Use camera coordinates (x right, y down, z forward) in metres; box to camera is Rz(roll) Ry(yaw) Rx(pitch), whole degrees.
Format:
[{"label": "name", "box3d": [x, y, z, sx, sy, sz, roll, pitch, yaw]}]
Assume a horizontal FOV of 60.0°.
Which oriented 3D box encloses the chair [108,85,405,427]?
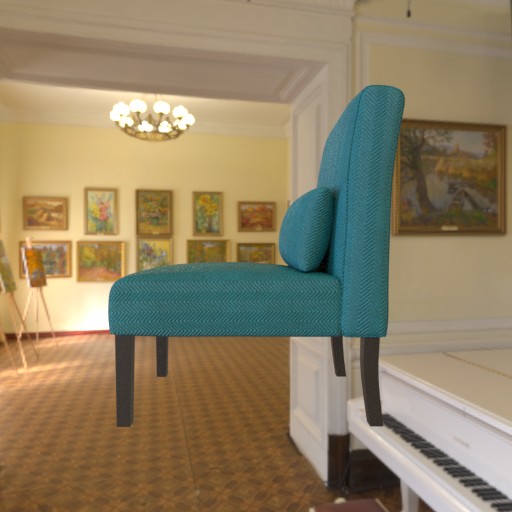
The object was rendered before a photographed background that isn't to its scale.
[{"label": "chair", "box3d": [0.000, 0.000, 1.466, 0.808, 0.927, 0.579, 0, 0, 0]}]
